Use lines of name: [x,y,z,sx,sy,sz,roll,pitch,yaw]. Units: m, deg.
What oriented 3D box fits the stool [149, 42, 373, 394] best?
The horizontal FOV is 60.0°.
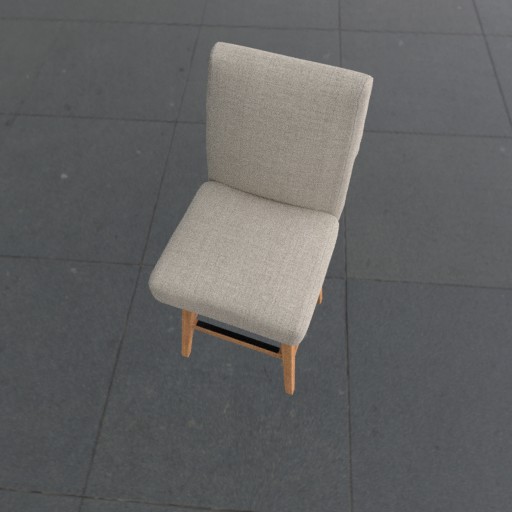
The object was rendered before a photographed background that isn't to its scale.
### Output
stool: [0.000,0.000,1.447,0.483,1.106,0.569,17,61,10]
